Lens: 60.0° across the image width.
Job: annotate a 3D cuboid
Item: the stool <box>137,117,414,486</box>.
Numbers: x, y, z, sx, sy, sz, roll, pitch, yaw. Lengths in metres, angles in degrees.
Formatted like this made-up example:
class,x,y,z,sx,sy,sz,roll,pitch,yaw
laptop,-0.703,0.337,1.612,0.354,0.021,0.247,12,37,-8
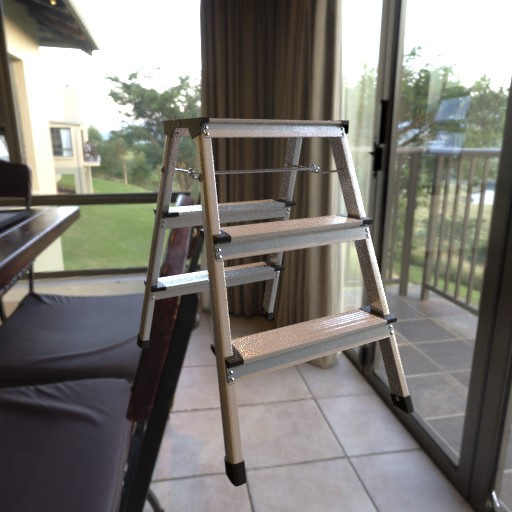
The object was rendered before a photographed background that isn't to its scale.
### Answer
class,x,y,z,sx,sy,sz,roll,pitch,yaw
stool,0.000,0.000,1.032,0.437,0.605,0.622,-8,17,-28
